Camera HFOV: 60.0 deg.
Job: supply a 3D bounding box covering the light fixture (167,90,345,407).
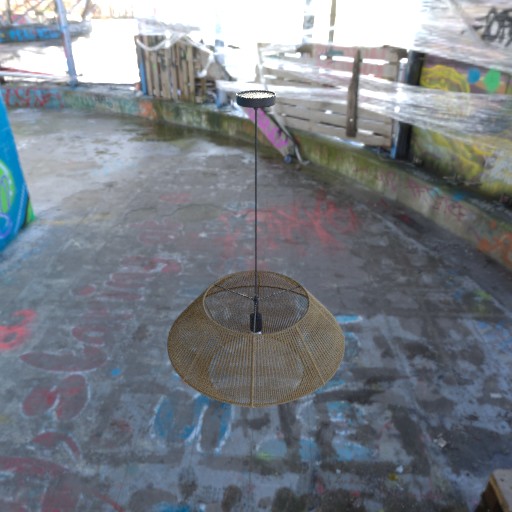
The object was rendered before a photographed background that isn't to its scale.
[{"bbox_3d":[0.000,0.000,1.442,0.643,1.009,0.643,0,31,0],"label":"light fixture"}]
